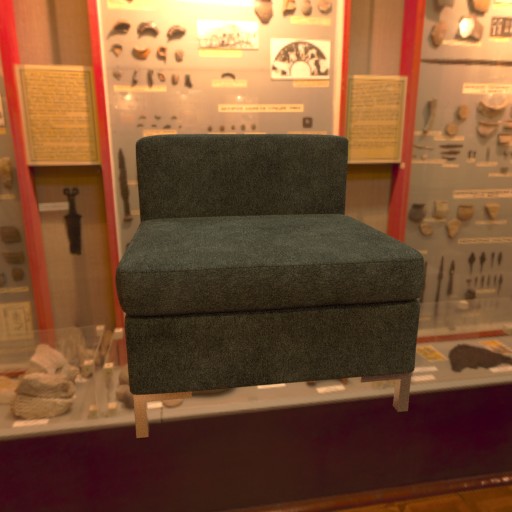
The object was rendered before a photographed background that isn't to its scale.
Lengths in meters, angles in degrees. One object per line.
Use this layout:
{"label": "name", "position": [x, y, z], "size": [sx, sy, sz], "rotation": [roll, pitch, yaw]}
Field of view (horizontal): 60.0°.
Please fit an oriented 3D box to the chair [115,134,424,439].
{"label": "chair", "position": [0.000, 0.000, 1.242], "size": [0.680, 0.660, 0.680], "rotation": [-2, 16, -9]}
